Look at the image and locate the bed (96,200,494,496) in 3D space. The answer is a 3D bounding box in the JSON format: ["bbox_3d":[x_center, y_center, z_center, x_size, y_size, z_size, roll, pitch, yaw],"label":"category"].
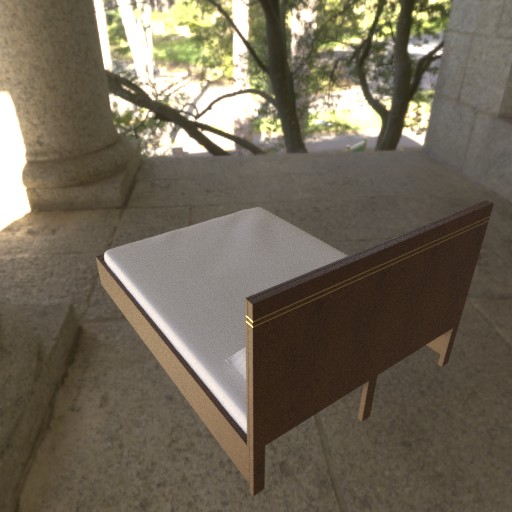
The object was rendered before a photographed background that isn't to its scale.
[{"bbox_3d":[0.000,0.000,3.090,1.613,1.169,2.221,-20,35,-30],"label":"bed"}]
